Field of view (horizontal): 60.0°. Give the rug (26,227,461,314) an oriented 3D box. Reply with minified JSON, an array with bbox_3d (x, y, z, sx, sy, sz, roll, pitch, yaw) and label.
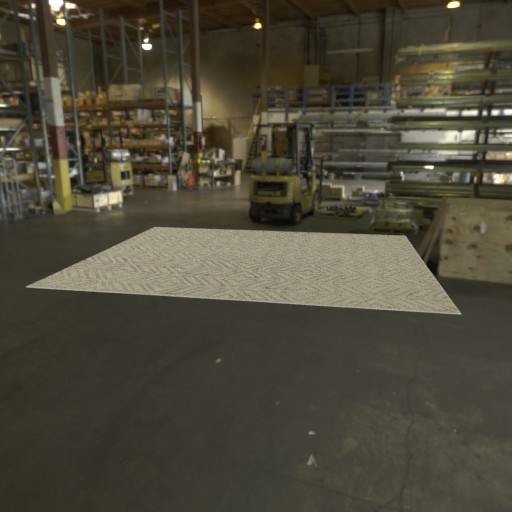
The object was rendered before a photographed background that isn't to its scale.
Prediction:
[{"bbox_3d":[0.000,0.000,4.186,3.045,0.008,2.421,3,15,10],"label":"rug"}]
